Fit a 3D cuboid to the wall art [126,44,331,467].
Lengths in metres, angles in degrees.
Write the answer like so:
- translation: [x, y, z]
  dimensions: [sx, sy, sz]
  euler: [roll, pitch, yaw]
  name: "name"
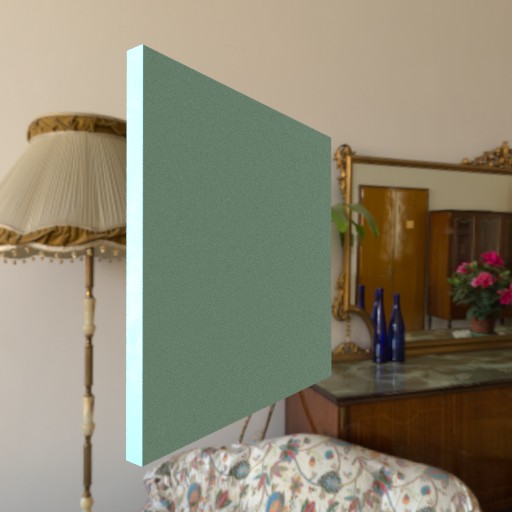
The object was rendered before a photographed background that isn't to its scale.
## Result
- translation: [0.000, 0.000, 0.886]
  dimensions: [0.036, 0.603, 0.603]
  euler: [0, 0, 36]
  name: "wall art"
